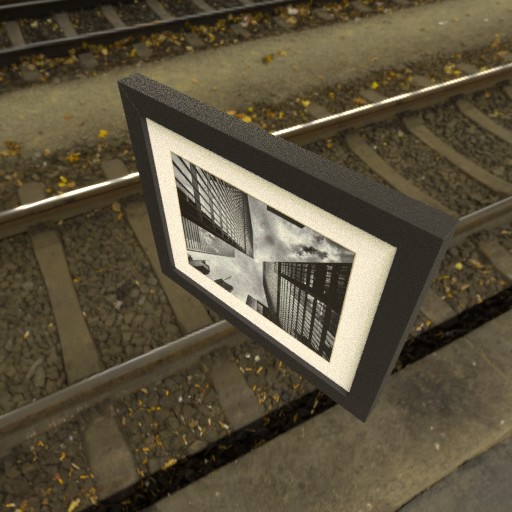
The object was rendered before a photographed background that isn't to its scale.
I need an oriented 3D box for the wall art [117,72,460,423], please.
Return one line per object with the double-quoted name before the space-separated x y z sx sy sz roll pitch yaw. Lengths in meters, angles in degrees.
"wall art" 0.000 0.000 0.527 0.381 0.321 0.028 32 55 27
